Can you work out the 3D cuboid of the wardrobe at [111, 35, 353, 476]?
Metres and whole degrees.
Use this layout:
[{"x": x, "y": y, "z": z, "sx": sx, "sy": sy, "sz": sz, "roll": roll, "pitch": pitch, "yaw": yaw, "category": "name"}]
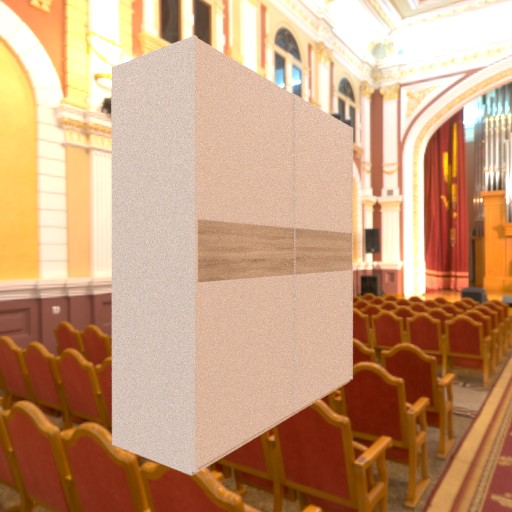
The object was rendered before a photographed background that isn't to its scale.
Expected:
[{"x": 0.000, "y": 0.000, "z": 2.943, "sx": 0.600, "sy": 2.020, "sz": 1.830, "roll": 0, "pitch": 1, "yaw": 35, "category": "wardrobe"}]
